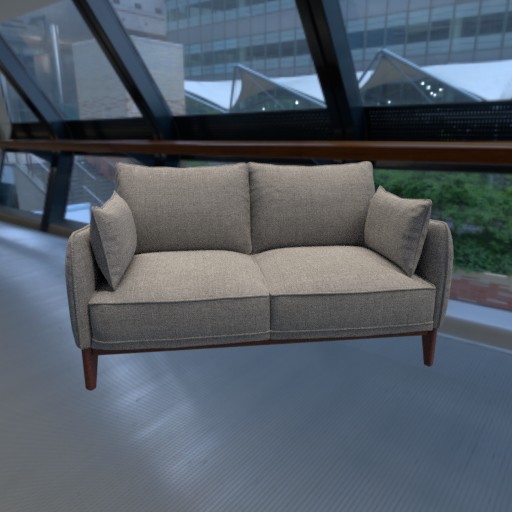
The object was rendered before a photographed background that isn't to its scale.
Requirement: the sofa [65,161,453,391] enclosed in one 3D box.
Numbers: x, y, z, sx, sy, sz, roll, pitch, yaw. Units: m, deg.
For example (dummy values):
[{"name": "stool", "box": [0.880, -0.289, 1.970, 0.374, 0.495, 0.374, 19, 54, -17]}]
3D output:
[{"name": "sofa", "box": [0.000, 0.000, 2.148, 1.580, 0.851, 0.972, -2, 16, -7]}]
